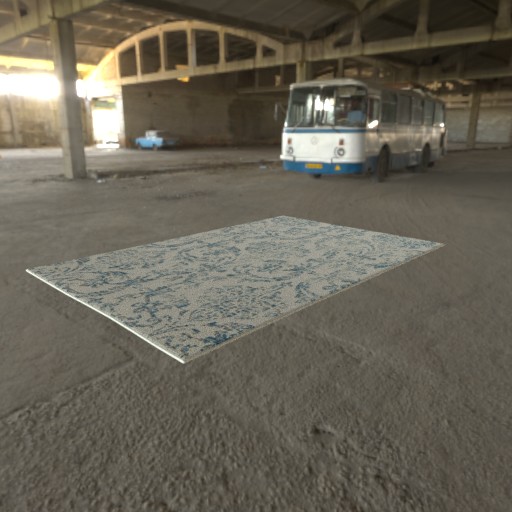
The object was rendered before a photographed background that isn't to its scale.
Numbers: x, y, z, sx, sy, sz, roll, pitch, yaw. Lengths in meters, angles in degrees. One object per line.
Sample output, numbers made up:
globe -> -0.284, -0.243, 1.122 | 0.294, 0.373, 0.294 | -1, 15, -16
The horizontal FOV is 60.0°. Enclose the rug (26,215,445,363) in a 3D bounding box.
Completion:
rug -> 0.000, 0.000, 2.286 | 1.213, 0.012, 1.831 | 15, 22, 42
